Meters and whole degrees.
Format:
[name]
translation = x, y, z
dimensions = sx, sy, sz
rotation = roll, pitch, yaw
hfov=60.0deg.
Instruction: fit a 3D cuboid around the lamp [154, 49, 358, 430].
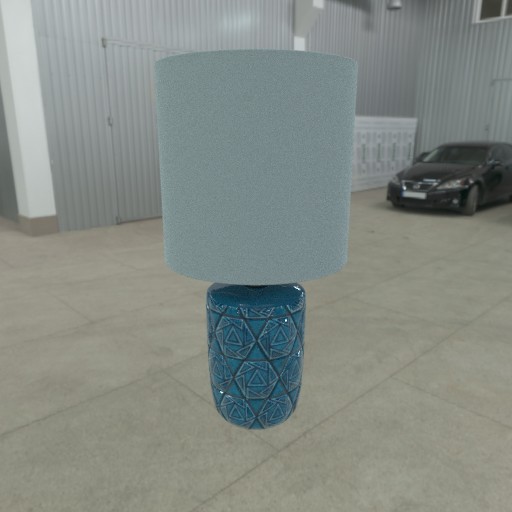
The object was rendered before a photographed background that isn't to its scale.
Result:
[lamp]
translation = 0.000, 0.000, 0.478
dimensions = 0.193, 0.377, 0.193
rotation = 3, 16, 11
